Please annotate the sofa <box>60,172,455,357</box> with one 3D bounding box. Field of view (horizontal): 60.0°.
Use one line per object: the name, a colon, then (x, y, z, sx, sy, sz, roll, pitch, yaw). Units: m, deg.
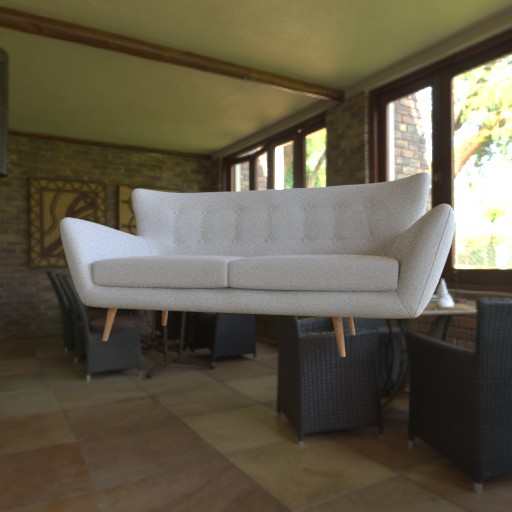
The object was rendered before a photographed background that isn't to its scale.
sofa: (0.000, 0.000, 2.430, 1.930, 0.890, 0.899, 0, -1, 18)
